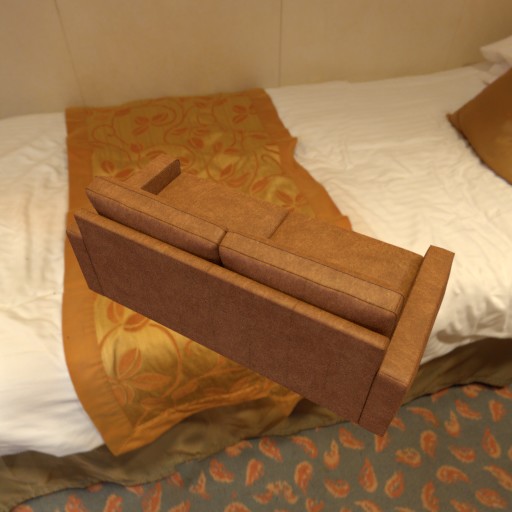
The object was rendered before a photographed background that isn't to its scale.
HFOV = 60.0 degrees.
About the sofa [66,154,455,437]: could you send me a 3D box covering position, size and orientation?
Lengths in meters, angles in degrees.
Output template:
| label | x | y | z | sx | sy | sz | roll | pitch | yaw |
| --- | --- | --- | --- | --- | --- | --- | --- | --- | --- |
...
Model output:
| label | x | y | z | sx | sy | sz | roll | pitch | yaw |
| --- | --- | --- | --- | --- | --- | --- | --- | --- | --- |
| sofa | 0.000 | 0.000 | 2.705 | 2.156 | 0.928 | 0.991 | 22 | 49 | 20 |
